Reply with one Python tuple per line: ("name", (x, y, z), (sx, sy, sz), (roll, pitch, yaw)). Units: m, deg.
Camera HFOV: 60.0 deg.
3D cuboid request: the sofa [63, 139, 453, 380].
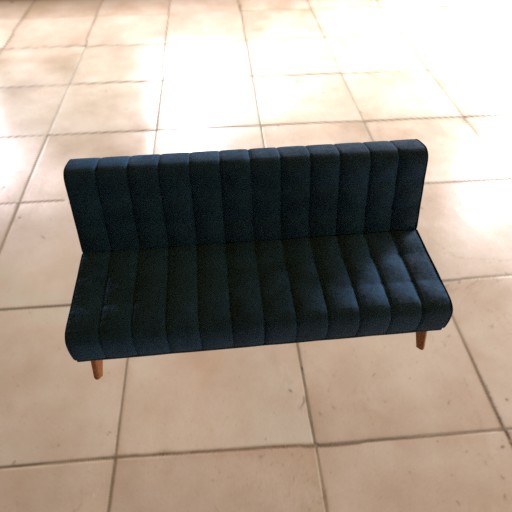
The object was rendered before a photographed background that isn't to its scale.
("sofa", (0.000, 0.000, 2.297), (1.804, 0.813, 0.855), (-4, 48, -4))
